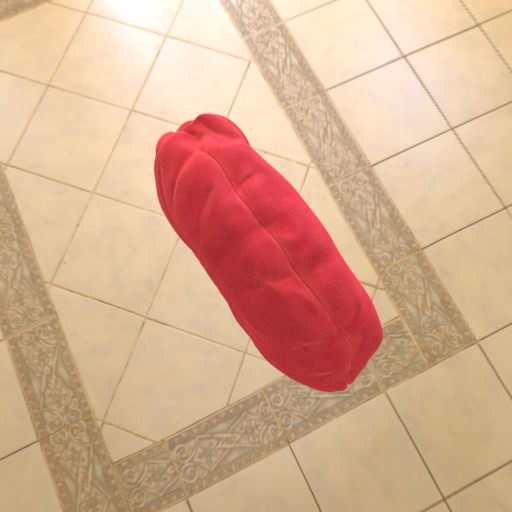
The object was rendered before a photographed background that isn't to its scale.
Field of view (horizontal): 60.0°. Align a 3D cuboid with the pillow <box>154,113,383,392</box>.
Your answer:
[{"bbox_3d":[0.000,0.000,0.631,0.148,0.407,0.428,-35,78,-8],"label":"pillow"}]
